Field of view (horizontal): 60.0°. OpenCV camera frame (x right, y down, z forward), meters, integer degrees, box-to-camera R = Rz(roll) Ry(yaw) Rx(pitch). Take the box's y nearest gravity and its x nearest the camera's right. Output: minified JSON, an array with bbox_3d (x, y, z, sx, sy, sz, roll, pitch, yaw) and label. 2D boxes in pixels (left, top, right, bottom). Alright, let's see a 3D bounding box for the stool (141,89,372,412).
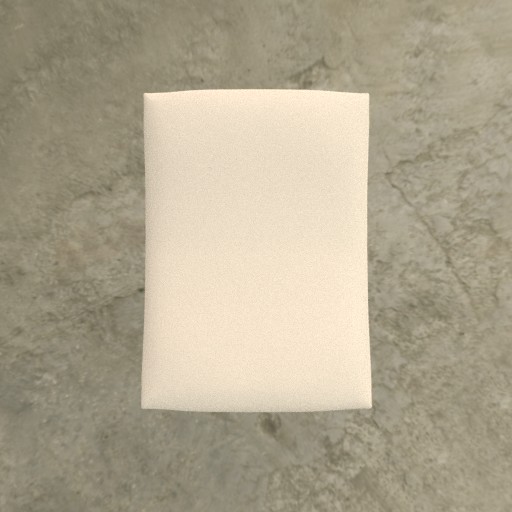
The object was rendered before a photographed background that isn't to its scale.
[{"bbox_3d":[0.000,0.000,1.027,0.372,0.742,0.504,0,88,0],"label":"stool"}]
